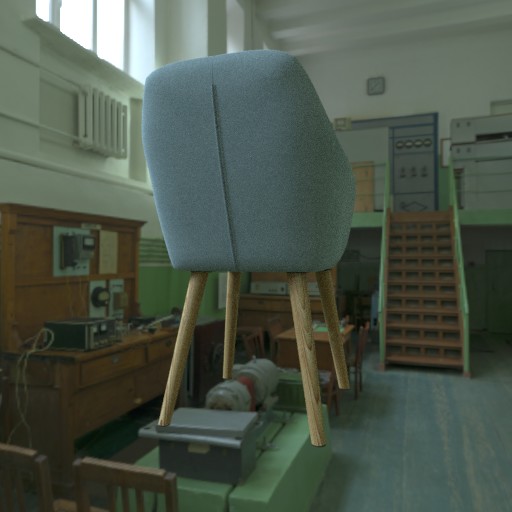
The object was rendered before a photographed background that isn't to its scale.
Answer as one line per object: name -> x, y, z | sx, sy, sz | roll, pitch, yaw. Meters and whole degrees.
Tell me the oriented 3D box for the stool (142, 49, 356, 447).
stool -> 0.000, 0.000, 1.190 | 0.503, 0.830, 0.590 | 0, 0, 18
